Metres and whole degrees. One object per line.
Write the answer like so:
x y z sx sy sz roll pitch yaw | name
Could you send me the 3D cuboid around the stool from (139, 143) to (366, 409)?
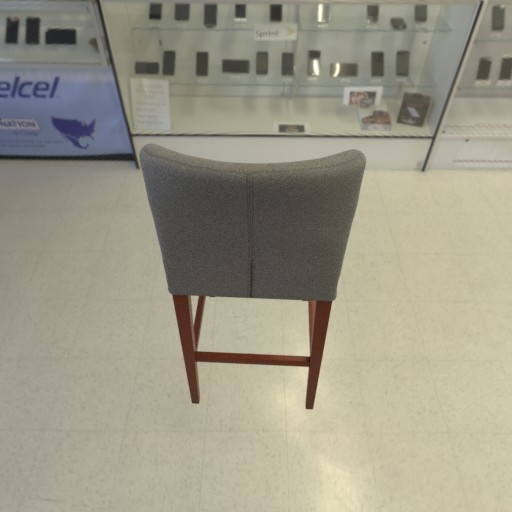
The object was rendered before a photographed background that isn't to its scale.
0.000 0.000 1.390 0.481 1.069 0.568 2 48 2 | stool
